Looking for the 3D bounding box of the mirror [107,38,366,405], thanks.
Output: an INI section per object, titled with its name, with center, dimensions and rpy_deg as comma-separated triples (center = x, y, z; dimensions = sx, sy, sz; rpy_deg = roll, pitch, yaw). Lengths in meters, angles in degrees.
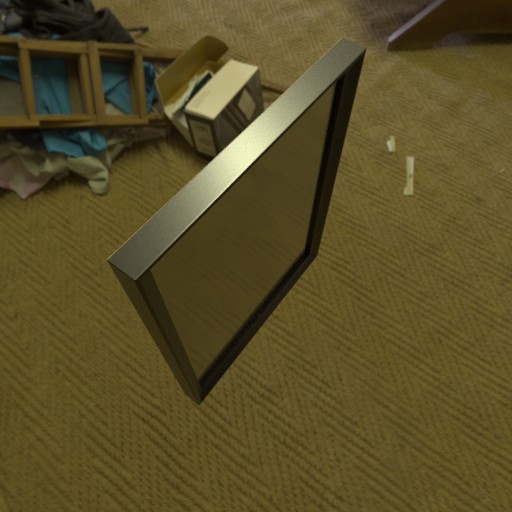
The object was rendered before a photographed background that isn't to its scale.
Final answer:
[mirror]
center = 0.000, 0.000, 0.694
dimensions = 0.041, 0.509, 0.406
rpy_deg = 33, 65, 18
